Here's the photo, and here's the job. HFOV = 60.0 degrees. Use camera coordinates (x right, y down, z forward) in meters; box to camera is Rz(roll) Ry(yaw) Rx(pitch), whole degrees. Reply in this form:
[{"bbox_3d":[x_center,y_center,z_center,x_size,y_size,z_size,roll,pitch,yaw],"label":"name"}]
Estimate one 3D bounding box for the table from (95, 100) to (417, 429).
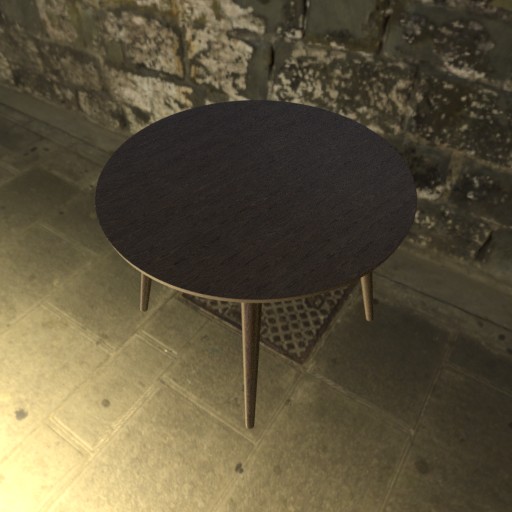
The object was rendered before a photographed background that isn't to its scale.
[{"bbox_3d":[0.000,0.000,1.776,1.053,0.786,1.053,0,47,0],"label":"table"}]
